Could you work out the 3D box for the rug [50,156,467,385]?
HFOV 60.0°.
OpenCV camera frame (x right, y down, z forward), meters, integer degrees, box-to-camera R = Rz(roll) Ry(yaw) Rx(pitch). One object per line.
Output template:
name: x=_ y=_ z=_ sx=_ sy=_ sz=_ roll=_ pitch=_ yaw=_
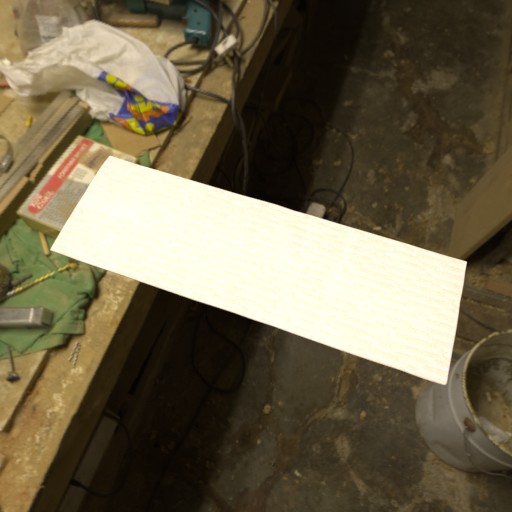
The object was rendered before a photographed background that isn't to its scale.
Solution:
rug: x=0.000 y=0.000 z=2.719 sx=2.450 sy=0.014 sz=0.793 roll=18 pitch=64 yaw=9
